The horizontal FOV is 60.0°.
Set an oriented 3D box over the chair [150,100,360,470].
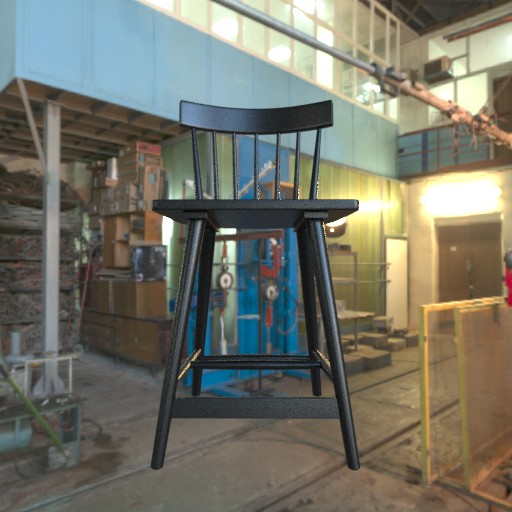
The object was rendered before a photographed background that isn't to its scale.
[{"bbox_3d":[0.000,0.000,1.261,0.483,0.952,0.572,0,-1,0],"label":"chair"}]
